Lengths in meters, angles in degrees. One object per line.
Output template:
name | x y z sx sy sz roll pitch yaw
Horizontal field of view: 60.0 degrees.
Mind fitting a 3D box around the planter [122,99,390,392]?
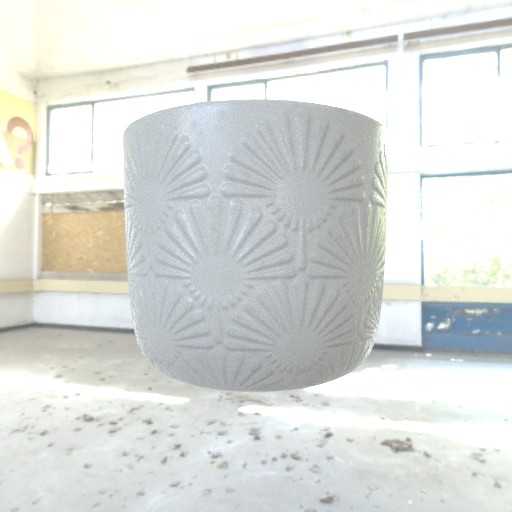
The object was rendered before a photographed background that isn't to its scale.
planter | 0.000 0.000 0.214 0.124 0.109 0.124 0 0 0
